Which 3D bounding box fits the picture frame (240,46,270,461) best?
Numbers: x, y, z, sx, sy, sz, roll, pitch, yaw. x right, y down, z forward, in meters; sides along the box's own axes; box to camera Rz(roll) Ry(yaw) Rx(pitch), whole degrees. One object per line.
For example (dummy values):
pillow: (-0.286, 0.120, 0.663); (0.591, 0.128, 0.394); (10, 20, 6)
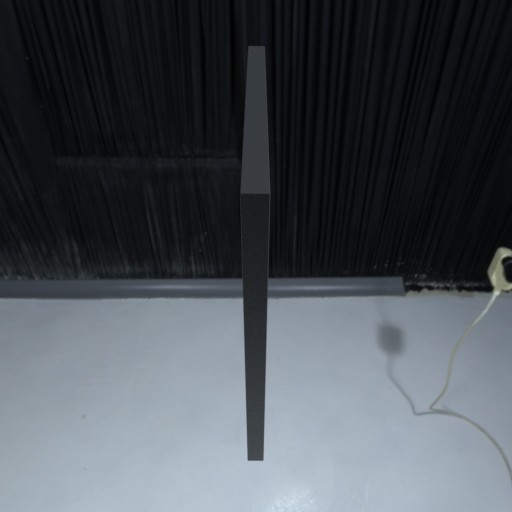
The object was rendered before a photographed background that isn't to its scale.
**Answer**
picture frame: (0.000, 0.000, 0.772); (0.028, 0.556, 0.460); (0, 41, 0)
